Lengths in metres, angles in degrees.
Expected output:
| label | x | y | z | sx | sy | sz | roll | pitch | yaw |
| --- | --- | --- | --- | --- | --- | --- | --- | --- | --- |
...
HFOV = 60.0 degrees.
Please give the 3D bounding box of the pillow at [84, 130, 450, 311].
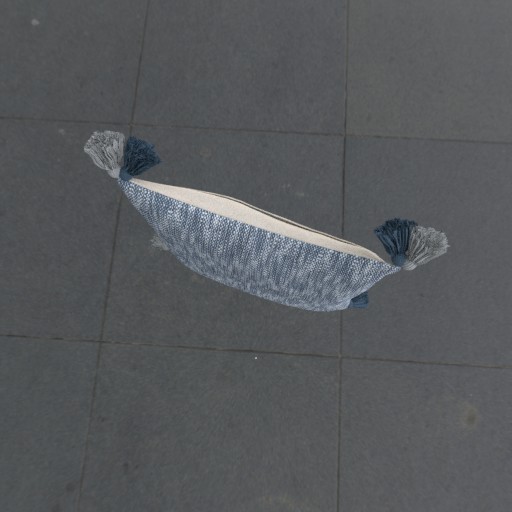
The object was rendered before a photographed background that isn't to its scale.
| label | x | y | z | sx | sy | sz | roll | pitch | yaw |
| --- | --- | --- | --- | --- | --- | --- | --- | --- | --- |
| pillow | 0.000 | 0.000 | 0.928 | 0.614 | 0.634 | 0.138 | 18 | 78 | 4 |
